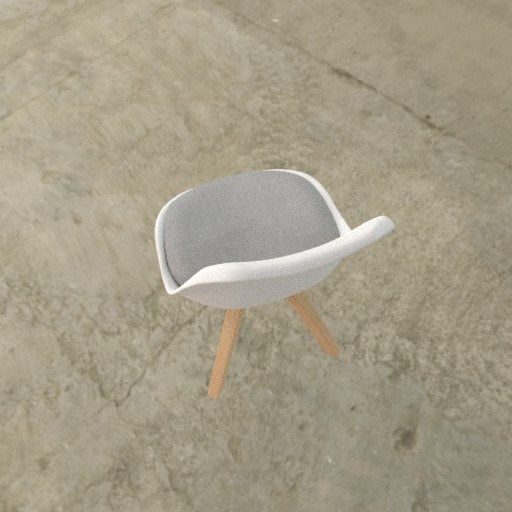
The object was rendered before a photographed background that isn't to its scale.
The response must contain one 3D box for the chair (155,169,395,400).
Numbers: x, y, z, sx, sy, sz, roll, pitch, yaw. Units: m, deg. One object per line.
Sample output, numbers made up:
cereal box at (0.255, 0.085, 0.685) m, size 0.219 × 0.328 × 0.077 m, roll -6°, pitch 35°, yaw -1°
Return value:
chair at (0.000, 0.000, 1.156) m, size 0.485 × 0.850 × 0.550 m, roll -16°, pitch 61°, yaw -10°
